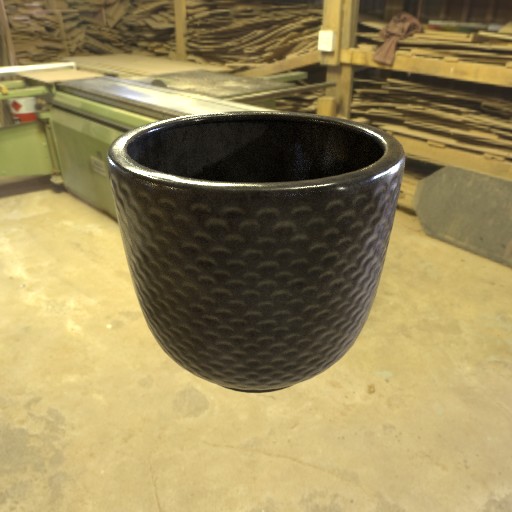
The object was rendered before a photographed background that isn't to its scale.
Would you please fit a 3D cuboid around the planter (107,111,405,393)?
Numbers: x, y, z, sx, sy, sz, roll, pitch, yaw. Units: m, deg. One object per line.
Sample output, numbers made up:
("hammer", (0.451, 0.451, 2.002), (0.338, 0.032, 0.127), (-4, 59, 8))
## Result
("planter", (0.000, 0.000, 0.244), (0.140, 0.129, 0.140), (0, 29, 0))
